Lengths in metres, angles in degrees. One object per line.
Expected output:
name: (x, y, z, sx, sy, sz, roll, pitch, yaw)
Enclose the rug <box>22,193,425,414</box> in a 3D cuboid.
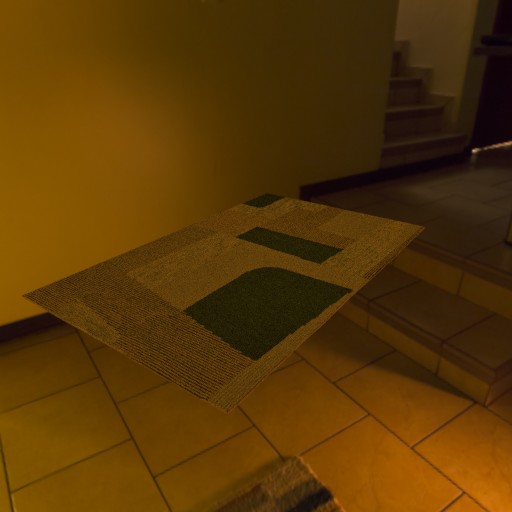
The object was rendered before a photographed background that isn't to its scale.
rug: (0.000, 0.000, 3.000, 1.521, 0.015, 2.436, 17, 30, 32)
